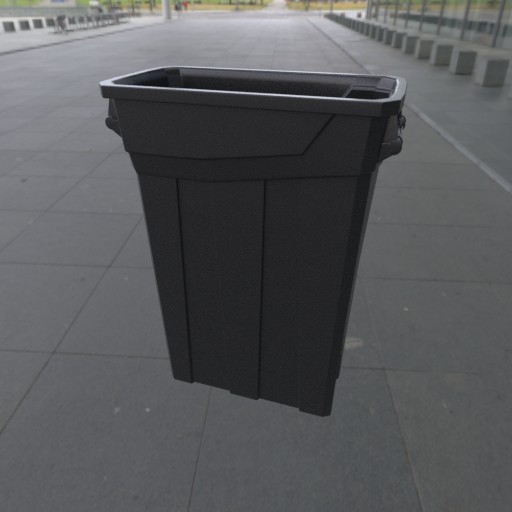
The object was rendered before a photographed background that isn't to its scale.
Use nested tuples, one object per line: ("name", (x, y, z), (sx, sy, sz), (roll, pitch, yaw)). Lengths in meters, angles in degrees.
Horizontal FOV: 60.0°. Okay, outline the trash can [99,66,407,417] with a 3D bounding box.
("trash can", (0.000, 0.000, 1.022), (0.559, 0.762, 0.281), (9, 31, 16))
